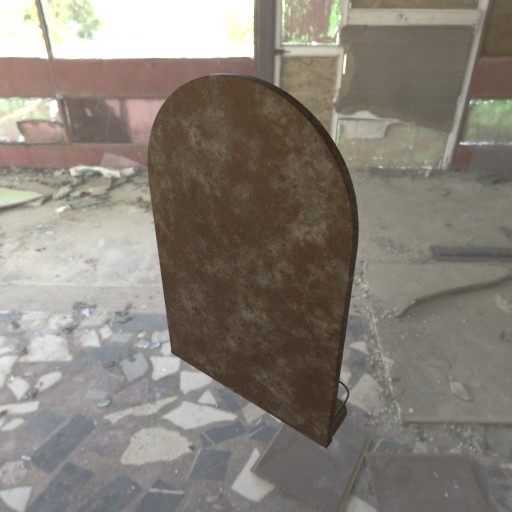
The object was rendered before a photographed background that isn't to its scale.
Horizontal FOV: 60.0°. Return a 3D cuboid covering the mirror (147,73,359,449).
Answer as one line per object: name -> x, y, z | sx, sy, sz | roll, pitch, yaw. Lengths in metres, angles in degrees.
mirror -> 0.000, 0.000, 0.985 | 0.510, 0.770, 0.137 | 22, 37, 31
